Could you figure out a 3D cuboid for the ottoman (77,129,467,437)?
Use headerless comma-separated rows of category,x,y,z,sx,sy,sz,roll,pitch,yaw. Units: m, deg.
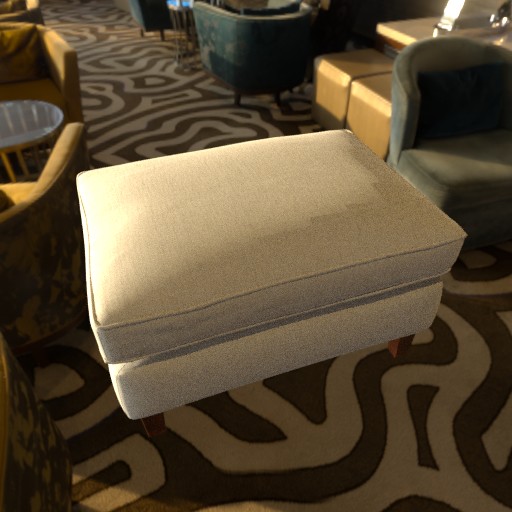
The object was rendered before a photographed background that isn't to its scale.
ottoman,0.000,0.000,0.958,0.665,0.406,0.501,-13,43,-15
